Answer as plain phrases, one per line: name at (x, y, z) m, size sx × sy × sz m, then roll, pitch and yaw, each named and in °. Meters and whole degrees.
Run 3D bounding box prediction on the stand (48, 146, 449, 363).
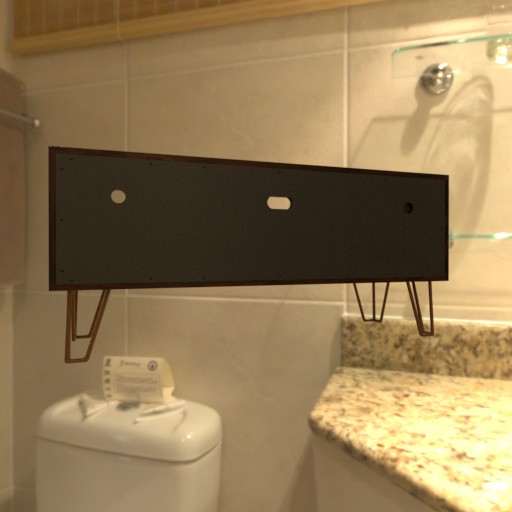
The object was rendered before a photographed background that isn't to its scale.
stand at (0.000, 0.000, 1.668) m, size 1.372 × 0.610 × 0.481 m, roll 0°, pitch 0°, yaw -19°
